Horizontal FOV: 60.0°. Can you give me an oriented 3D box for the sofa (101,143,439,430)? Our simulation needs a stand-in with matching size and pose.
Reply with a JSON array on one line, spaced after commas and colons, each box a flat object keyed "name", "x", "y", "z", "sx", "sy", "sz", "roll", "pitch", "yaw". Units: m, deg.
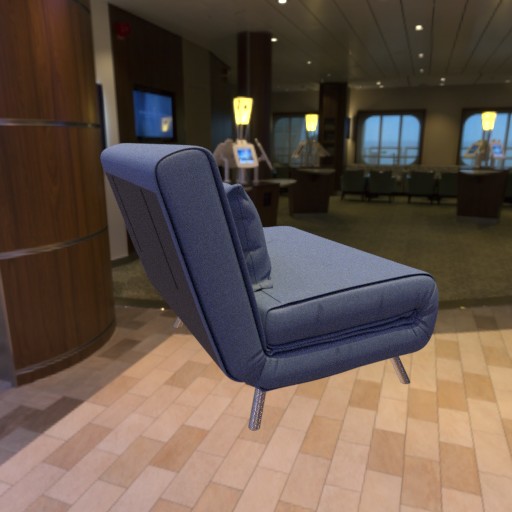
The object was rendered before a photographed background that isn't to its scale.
[{"name": "sofa", "x": 0.000, "y": 0.000, "z": 1.750, "sx": 0.996, "sy": 0.860, "sz": 0.999, "roll": -7, "pitch": 16, "yaw": -25}]
